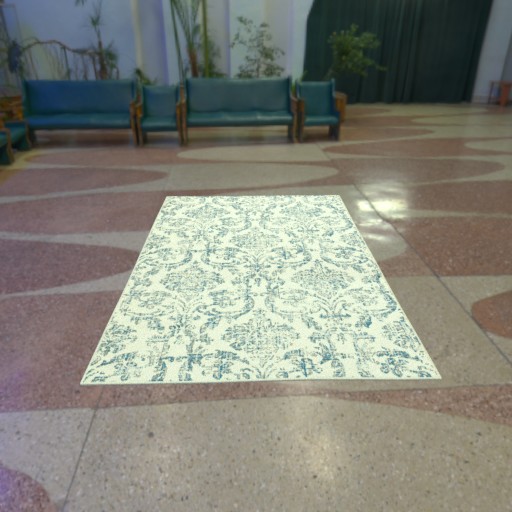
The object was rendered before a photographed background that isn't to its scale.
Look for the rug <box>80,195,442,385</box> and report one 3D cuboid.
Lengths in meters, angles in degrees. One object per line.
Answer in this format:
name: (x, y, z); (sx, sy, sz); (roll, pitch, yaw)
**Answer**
rug: (0.000, 0.000, 3.436); (1.819, 0.018, 2.746); (-1, 27, -1)
